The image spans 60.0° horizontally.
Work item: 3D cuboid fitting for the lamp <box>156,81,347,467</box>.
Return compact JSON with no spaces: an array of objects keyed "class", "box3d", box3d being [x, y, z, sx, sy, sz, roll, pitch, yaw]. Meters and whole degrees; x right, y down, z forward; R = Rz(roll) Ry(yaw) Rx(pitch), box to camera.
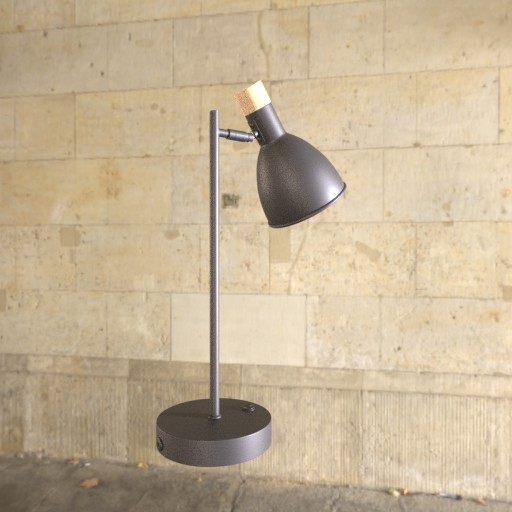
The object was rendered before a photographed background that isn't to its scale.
[{"class":"lamp","box3d":[0.000,0.000,0.618,0.287,0.483,0.152,0,1,-33]}]
